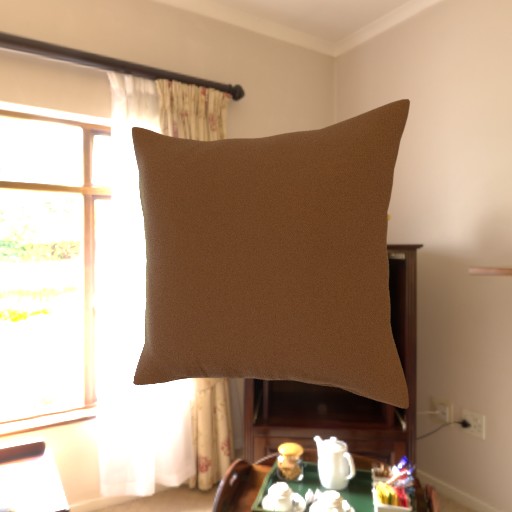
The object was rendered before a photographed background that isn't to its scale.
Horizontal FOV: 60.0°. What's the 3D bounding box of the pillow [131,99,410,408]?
[{"bbox_3d":[0.000,0.000,0.691,0.453,0.443,0.168,0,0,19],"label":"pillow"}]
